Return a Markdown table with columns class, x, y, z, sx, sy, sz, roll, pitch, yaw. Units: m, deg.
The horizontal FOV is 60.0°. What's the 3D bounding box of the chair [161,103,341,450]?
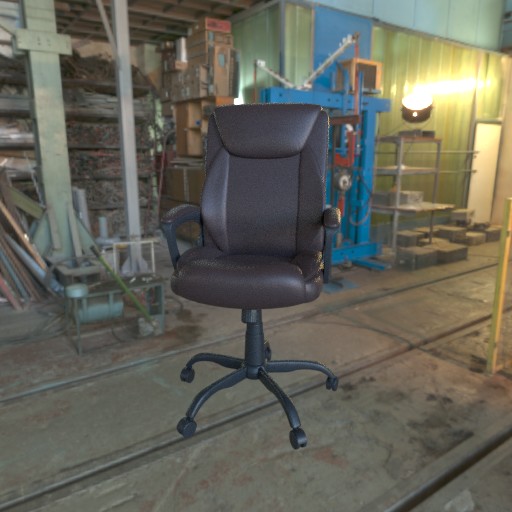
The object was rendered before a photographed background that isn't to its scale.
| class | x | y | z | sx | sy | sz | roll | pitch | yaw |
| --- | --- | --- | --- | --- | --- | --- | --- | --- | --- |
| chair | 0.000 | 0.000 | 1.553 | 0.615 | 1.072 | 0.655 | 2 | 13 | 9 |
